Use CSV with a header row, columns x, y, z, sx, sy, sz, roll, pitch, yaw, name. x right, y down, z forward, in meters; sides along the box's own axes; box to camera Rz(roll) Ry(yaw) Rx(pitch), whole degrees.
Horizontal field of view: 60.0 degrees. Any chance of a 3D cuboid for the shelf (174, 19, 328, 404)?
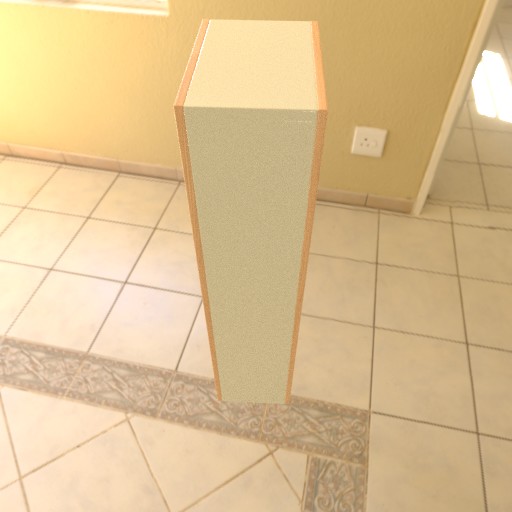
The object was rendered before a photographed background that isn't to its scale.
x,y,z,sx,sy,sz,roll,pitch,yaw,name
0.000,0.000,0.986,0.197,0.882,0.290,2,48,2,shelf
